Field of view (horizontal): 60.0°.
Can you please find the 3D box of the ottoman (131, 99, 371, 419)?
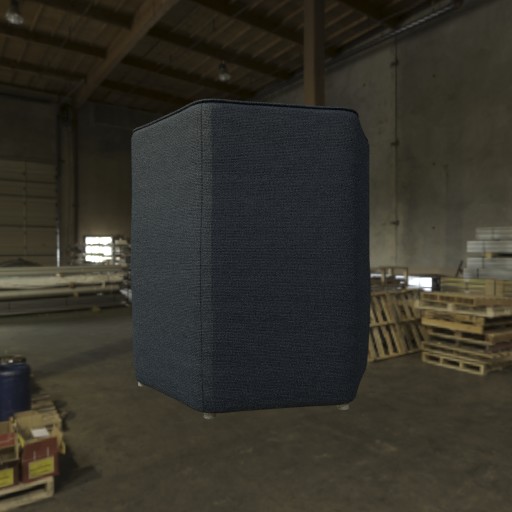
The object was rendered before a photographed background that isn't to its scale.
[{"bbox_3d":[0.000,0.000,0.907,0.454,0.505,0.492,-1,1,-37],"label":"ottoman"}]
